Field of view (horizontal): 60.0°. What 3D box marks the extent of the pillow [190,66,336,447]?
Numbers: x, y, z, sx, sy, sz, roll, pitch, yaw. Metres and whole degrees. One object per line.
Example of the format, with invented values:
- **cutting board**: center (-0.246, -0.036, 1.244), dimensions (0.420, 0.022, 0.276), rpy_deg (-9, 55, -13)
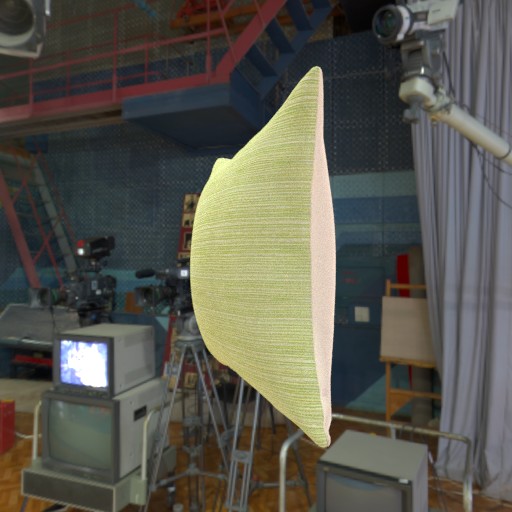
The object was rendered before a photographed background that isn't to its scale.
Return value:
- **pillow**: center (0.000, 0.000, 0.812), dimensions (0.229, 0.487, 0.560), rpy_deg (0, -1, -19)
